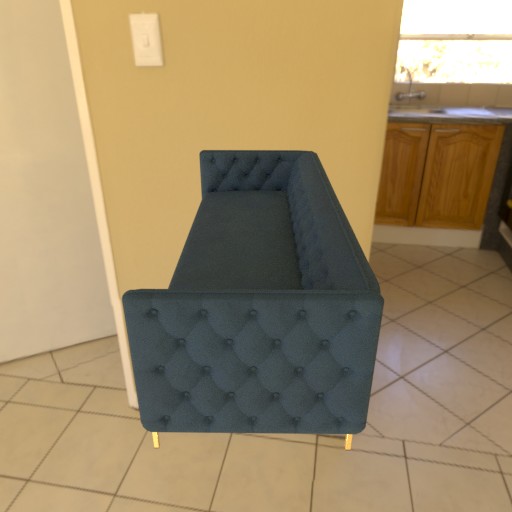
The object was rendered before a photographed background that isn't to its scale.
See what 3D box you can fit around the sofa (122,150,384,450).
[{"bbox_3d":[0.000,0.000,2.593,0.895,0.771,2.209,0,26,1],"label":"sofa"}]
